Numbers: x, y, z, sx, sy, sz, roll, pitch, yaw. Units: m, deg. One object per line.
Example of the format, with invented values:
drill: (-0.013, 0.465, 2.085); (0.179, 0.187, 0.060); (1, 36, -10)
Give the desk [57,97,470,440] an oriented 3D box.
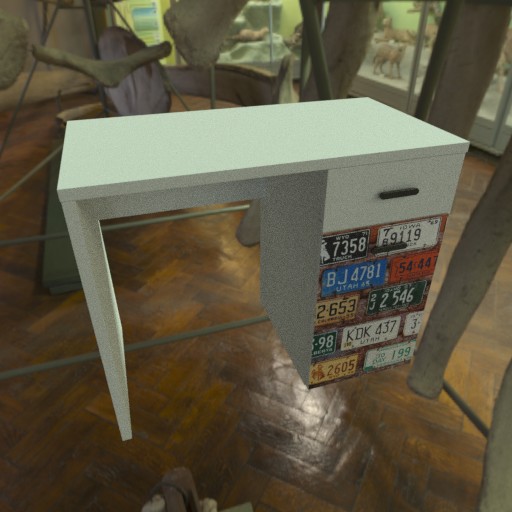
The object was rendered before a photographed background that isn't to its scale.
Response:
desk: (0.000, 0.000, 1.292); (0.898, 0.730, 0.482); (-10, 34, -15)
